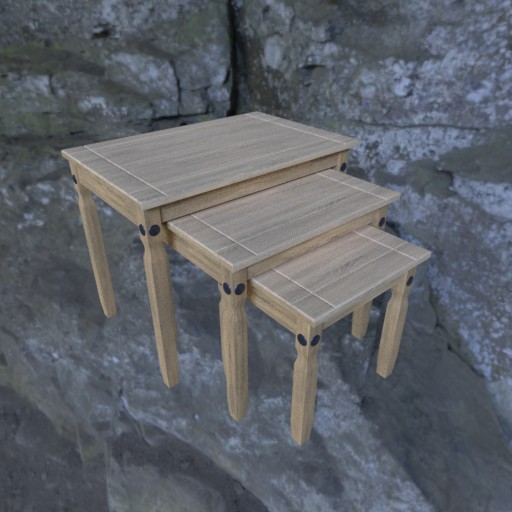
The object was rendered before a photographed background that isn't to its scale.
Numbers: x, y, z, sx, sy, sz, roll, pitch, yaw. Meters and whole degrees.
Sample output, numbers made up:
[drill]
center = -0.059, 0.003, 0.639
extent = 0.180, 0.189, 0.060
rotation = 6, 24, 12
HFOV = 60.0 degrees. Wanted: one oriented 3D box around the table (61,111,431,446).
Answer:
[table]
center = 0.000, 0.000, 1.203
extent = 0.660, 0.535, 0.773
rotation = -23, 38, -33
